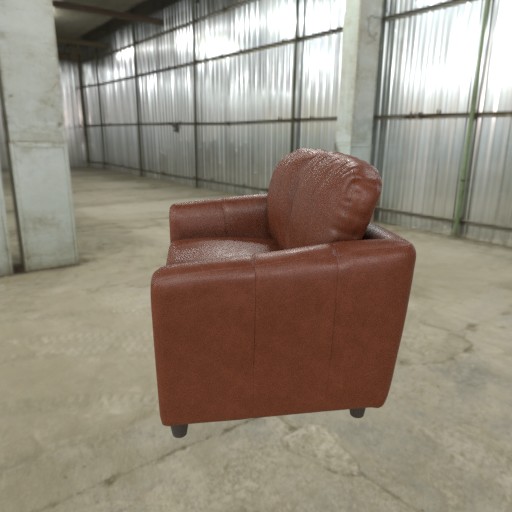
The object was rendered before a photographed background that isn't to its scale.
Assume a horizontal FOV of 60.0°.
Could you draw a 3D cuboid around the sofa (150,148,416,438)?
[{"bbox_3d":[0.000,0.000,1.950,0.805,0.906,1.406,-2,15,-8],"label":"sofa"}]
